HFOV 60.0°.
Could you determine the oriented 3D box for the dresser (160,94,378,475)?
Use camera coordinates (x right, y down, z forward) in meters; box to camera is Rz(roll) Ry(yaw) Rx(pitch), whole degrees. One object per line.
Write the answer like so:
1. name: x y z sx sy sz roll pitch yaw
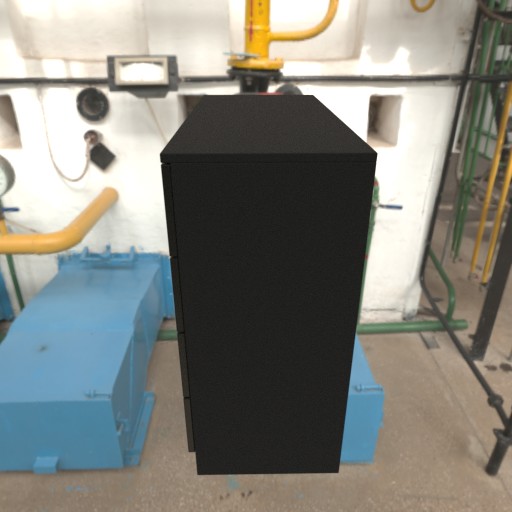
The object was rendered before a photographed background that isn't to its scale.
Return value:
1. dresser: 0.000 0.000 1.168 0.360 0.720 0.750 0 26 -1
